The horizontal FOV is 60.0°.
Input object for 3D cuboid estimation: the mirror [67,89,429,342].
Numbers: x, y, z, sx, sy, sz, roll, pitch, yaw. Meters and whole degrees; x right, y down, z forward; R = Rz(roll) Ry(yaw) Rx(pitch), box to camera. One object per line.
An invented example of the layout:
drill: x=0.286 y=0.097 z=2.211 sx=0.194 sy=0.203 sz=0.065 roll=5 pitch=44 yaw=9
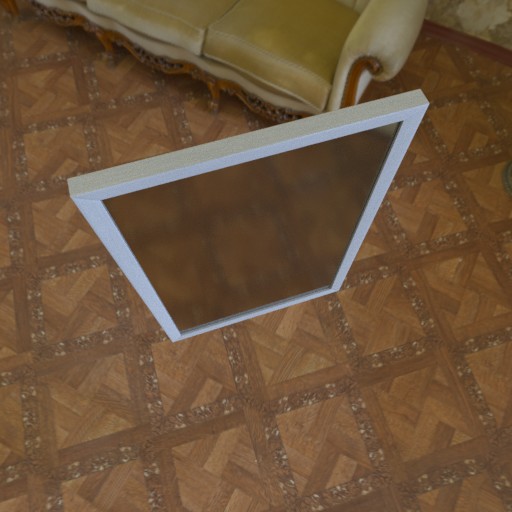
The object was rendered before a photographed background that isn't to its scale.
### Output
mirror: x=0.000 y=0.000 z=1.138 sx=0.609 sy=0.915 sz=0.040 roll=-16 pitch=66 yaw=-7
